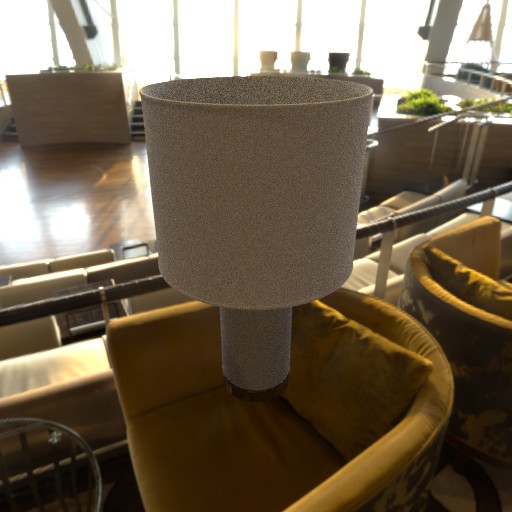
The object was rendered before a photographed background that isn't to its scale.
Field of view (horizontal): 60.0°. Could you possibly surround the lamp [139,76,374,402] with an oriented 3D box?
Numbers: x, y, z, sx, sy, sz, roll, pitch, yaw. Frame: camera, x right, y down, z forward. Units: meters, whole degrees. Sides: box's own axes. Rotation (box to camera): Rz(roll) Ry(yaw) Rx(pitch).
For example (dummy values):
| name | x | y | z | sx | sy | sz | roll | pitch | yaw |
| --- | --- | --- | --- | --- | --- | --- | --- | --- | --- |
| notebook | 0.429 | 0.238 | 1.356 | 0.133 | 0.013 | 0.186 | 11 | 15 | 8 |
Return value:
| name | x | y | z | sx | sy | sz | roll | pitch | yaw |
| --- | --- | --- | --- | --- | --- | --- | --- | --- | --- |
| lamp | 0.000 | 0.000 | 0.530 | 0.229 | 0.380 | 0.229 | 0 | 27 | 0 |
